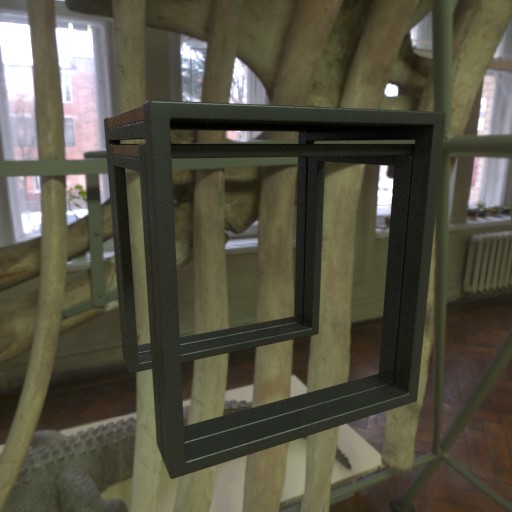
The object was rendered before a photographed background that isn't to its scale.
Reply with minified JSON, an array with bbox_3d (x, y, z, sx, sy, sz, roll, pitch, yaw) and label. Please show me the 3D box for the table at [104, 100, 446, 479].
[{"bbox_3d":[0.000,0.000,0.908,0.500,0.550,0.449,-7,16,-24],"label":"table"}]
